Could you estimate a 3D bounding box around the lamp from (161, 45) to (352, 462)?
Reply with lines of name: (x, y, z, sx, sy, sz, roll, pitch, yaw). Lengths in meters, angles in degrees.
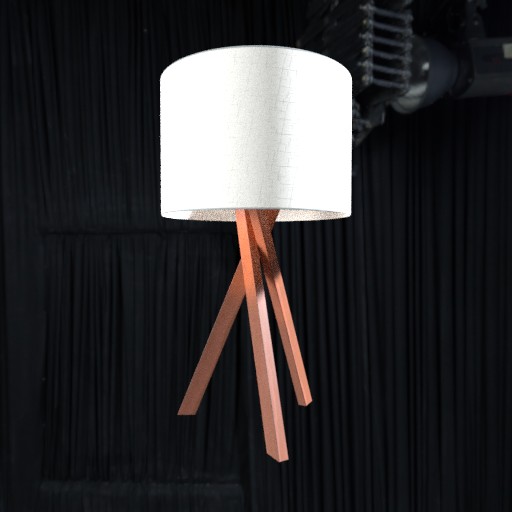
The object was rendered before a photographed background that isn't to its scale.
lamp: (0.000, 0.000, 0.910, 0.380, 0.686, 0.380, 0, 1, 1)
